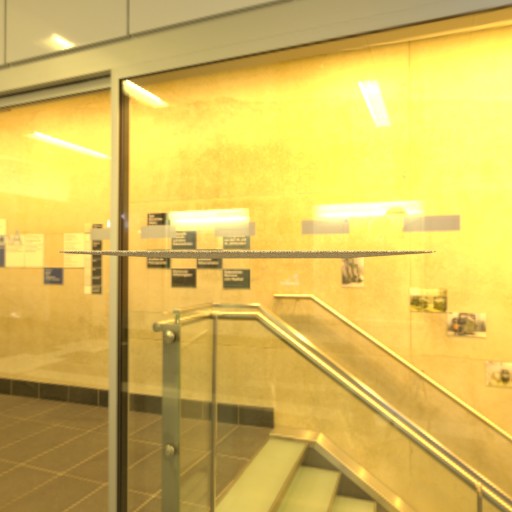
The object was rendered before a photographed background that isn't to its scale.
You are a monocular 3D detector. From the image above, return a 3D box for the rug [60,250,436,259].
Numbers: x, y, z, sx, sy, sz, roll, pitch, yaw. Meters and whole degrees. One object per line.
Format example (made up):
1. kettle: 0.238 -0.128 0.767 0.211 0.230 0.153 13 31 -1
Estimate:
1. rug: 0.000 0.000 2.886 1.514 0.011 2.233 0 -1 2
